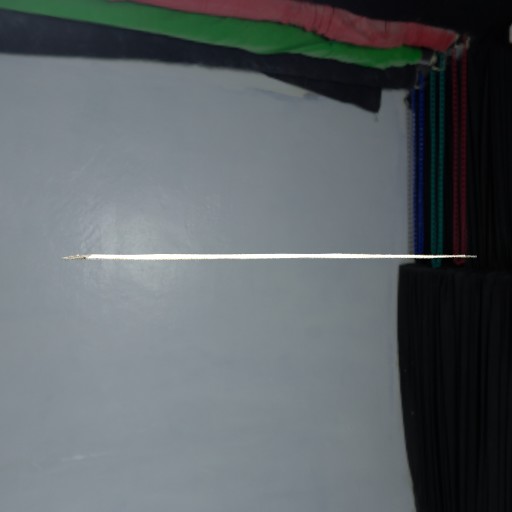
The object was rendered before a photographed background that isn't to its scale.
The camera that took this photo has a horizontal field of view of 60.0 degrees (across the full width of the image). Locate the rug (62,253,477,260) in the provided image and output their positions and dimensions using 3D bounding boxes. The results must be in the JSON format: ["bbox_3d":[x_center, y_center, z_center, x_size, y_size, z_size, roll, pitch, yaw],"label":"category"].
[{"bbox_3d":[0.000,0.000,2.408,1.861,0.017,1.218,0,1,-20],"label":"rug"}]
